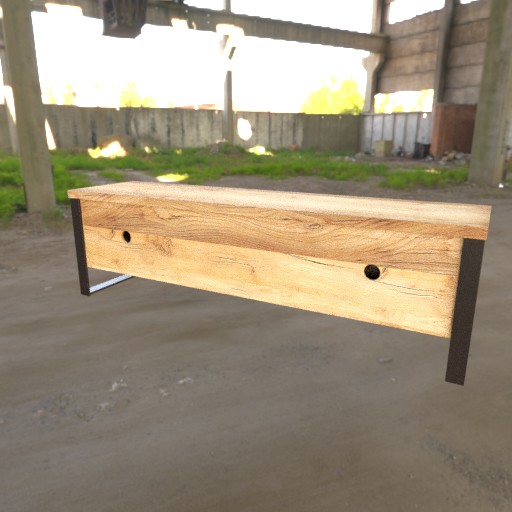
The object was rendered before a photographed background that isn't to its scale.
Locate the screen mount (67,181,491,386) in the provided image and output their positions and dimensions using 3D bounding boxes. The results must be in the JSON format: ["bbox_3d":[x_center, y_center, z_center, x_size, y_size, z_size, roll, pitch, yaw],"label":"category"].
[{"bbox_3d":[0.000,0.000,1.680,1.524,0.450,0.395,8,18,27],"label":"screen mount"}]
